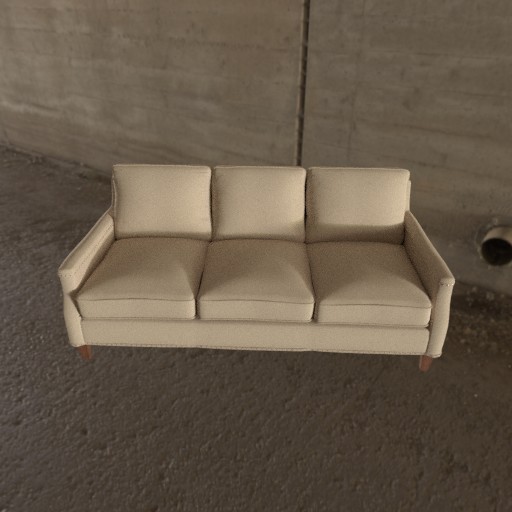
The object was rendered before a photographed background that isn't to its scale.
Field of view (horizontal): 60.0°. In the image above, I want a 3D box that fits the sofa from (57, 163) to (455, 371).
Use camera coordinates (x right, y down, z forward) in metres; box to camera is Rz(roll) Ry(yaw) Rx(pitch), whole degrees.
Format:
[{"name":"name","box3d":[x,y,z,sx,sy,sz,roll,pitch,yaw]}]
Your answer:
[{"name":"sofa","box3d":[0.000,0.000,2.933,2.246,1.003,1.084,1,30,2]}]
